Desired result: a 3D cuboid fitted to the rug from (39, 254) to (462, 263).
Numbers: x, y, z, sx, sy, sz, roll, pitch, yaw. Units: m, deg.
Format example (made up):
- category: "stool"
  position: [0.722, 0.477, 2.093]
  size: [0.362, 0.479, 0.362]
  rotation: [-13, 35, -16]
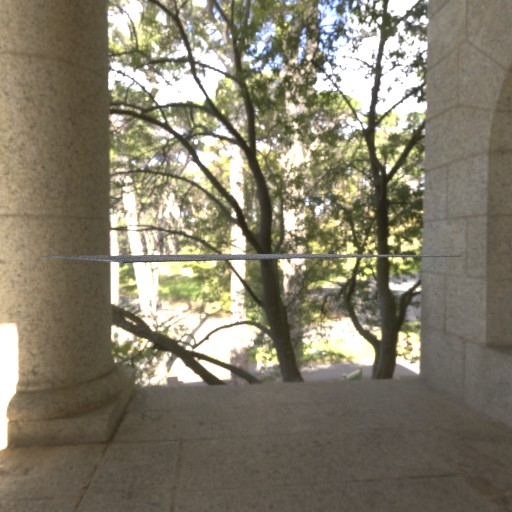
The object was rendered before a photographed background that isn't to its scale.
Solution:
- category: "rug"
  position: [0.000, 0.000, 2.164]
  size: [1.740, 0.010, 1.135]
  rotation: [-1, 1, -36]
